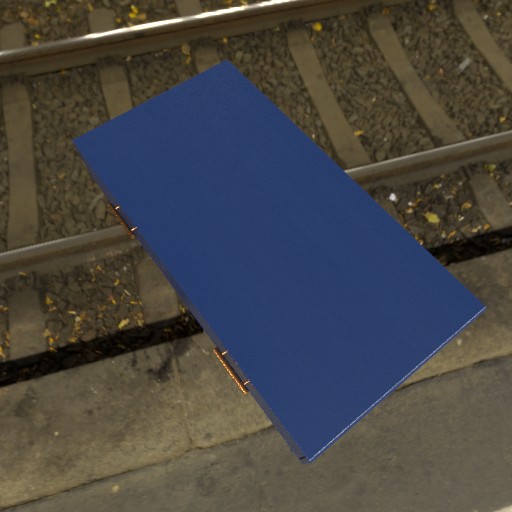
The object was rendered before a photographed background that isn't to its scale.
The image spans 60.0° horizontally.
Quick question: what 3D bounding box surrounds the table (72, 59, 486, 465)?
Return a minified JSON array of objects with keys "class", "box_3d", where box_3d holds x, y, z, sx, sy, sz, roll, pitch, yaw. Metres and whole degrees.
[{"class":"table","box_3d":[0.000,0.000,1.368,0.572,0.457,1.067,-34,69,-16]}]
